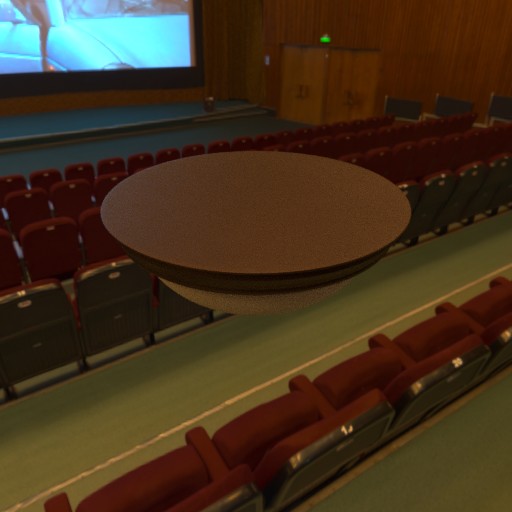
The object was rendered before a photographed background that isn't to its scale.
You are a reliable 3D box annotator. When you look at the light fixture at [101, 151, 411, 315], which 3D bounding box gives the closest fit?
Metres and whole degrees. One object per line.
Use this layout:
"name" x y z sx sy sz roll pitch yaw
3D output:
"light fixture" 0.000 0.000 0.450 0.280 0.135 0.280 0 30 0
